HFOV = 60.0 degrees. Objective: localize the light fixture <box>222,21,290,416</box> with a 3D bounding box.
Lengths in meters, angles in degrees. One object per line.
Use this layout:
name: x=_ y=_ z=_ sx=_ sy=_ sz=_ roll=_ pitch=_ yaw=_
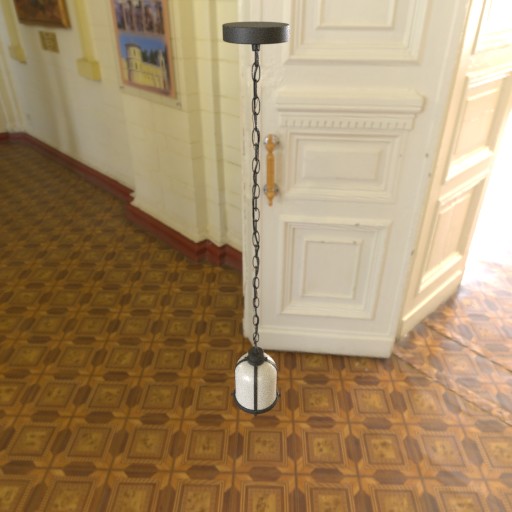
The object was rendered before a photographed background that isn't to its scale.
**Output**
light fixture: x=0.000 y=0.000 z=1.271 sx=0.178 sy=1.181 sz=0.178 roll=1 pitch=32 yaw=1
